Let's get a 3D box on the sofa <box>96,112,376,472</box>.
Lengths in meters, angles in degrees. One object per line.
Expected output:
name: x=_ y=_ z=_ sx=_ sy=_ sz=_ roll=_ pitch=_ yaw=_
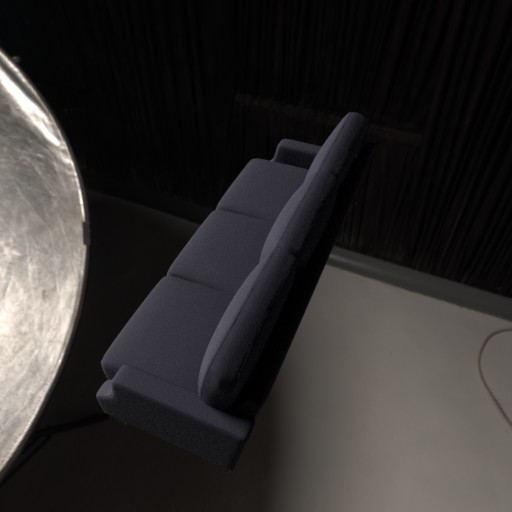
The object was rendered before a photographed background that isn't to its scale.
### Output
sofa: x=0.000 y=0.000 z=2.614 sx=0.888 sy=0.984 sz=2.115 roll=17 pitch=49 yaw=16
